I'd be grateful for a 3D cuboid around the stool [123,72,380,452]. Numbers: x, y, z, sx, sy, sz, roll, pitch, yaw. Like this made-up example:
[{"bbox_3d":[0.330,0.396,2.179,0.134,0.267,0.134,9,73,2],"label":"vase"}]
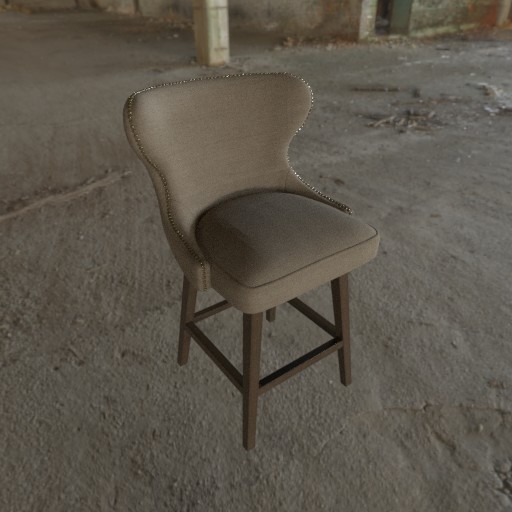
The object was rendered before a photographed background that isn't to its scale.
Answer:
[{"bbox_3d":[0.000,0.000,1.381,0.615,0.972,0.597,-21,38,-30],"label":"stool"}]
